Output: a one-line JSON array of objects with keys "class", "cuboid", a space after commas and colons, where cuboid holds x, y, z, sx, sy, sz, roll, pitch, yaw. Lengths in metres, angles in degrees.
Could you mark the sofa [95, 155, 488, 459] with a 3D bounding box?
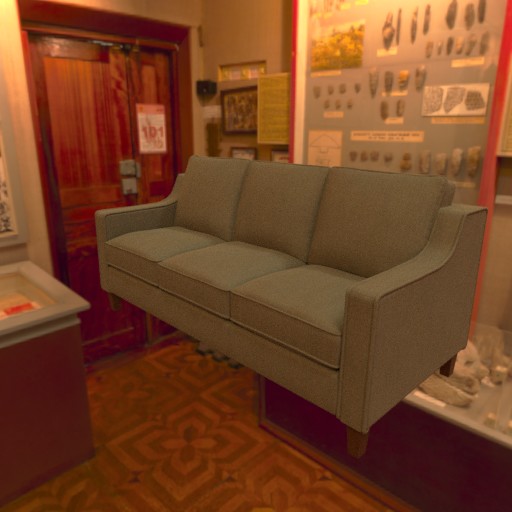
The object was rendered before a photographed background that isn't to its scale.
[{"class": "sofa", "cuboid": [0.000, 0.000, 2.405, 0.911, 0.974, 1.986, -16, 23, -42]}]
